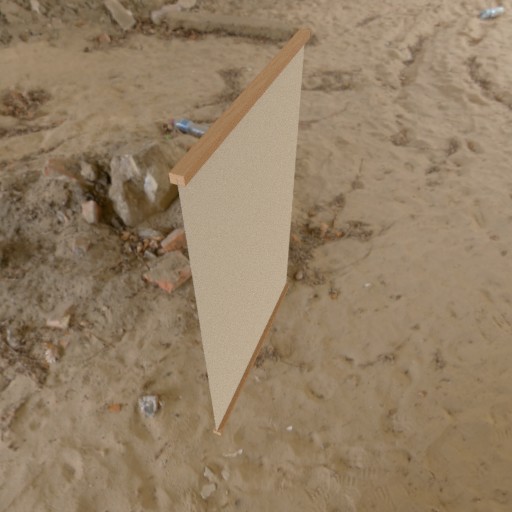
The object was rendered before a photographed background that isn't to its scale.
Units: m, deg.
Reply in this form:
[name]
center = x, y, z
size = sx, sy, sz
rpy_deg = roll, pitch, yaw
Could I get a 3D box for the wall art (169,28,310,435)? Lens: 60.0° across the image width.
[wall art]
center = 0.000, 0.000, 1.897
size = 0.040, 1.510, 0.991
rpy_deg = 16, 48, 15
